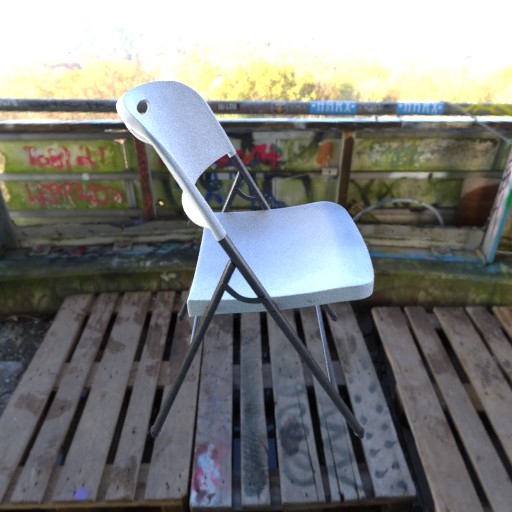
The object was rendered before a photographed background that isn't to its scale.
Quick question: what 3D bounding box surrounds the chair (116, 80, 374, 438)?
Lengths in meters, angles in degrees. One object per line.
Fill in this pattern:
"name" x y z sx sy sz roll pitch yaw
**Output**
"chair" 0.000 0.000 1.140 0.566 0.810 0.494 0 32 0
